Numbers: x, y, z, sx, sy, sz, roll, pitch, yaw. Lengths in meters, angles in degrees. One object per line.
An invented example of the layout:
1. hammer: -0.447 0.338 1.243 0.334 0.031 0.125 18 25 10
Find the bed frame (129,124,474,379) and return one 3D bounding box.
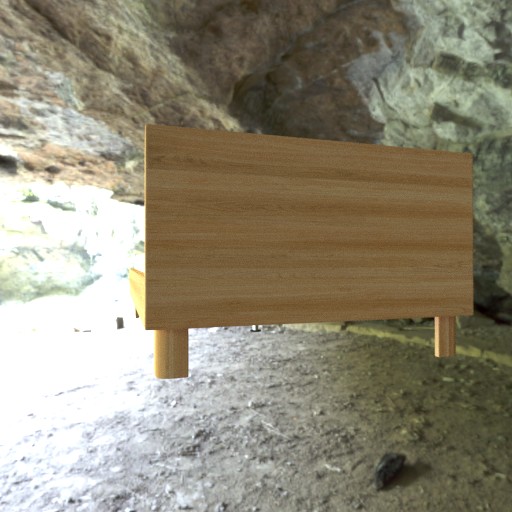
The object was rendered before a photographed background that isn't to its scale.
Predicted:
1. bed frame: 0.000 0.000 2.770 1.472 0.940 1.992 0 0 -18
